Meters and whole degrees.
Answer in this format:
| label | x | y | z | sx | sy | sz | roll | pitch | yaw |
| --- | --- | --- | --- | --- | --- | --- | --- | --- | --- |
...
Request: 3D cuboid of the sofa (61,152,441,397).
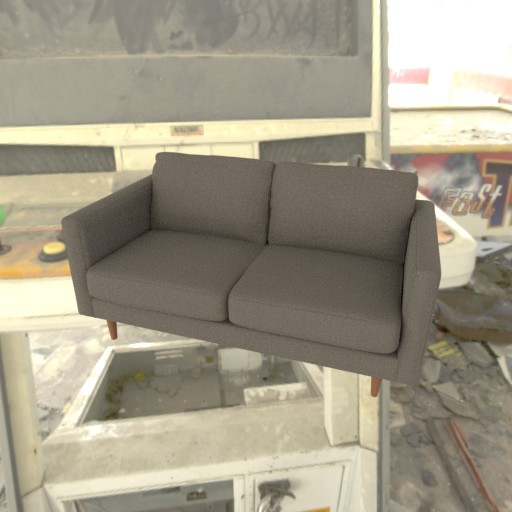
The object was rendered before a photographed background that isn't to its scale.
| label | x | y | z | sx | sy | sz | roll | pitch | yaw |
| --- | --- | --- | --- | --- | --- | --- | --- | --- | --- |
| sofa | 0.000 | 0.000 | 2.316 | 1.713 | 0.866 | 0.940 | 8 | 27 | 16 |
